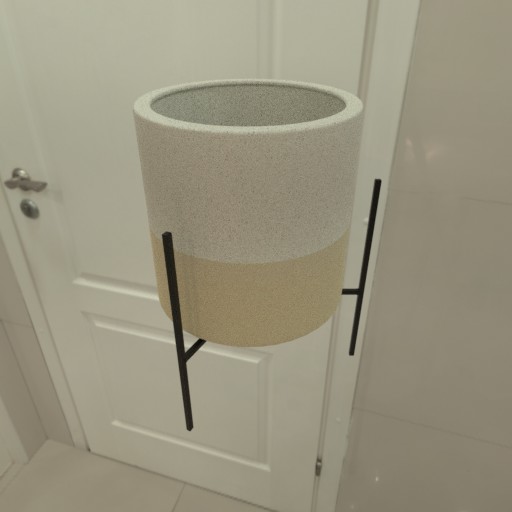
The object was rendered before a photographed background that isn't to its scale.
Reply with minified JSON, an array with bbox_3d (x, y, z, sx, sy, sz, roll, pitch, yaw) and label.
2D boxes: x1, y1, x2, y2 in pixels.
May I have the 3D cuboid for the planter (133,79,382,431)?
[{"bbox_3d":[0.000,0.000,0.541,0.263,0.362,0.267,10,33,15],"label":"planter"}]
